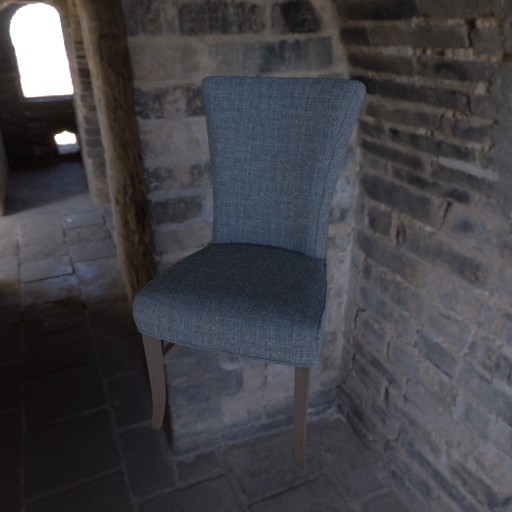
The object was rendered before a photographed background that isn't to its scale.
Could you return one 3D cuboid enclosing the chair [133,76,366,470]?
[{"bbox_3d":[0.000,0.000,1.367,0.520,0.991,0.660,8,27,16],"label":"chair"}]
